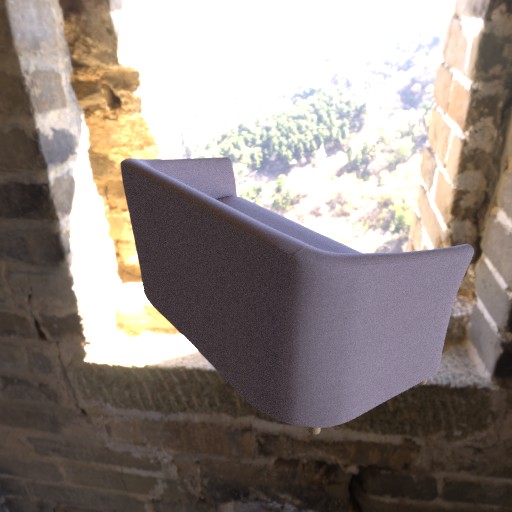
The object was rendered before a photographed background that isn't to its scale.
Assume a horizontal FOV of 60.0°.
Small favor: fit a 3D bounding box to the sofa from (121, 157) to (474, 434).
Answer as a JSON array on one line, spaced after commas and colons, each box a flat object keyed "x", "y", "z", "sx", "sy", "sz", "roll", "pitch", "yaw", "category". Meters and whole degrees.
[{"x": 0.000, "y": 0.000, "z": 1.861, "sx": 0.705, "sy": 0.721, "sz": 1.452, "roll": -19, "pitch": 32, "yaw": -32, "category": "sofa"}]
